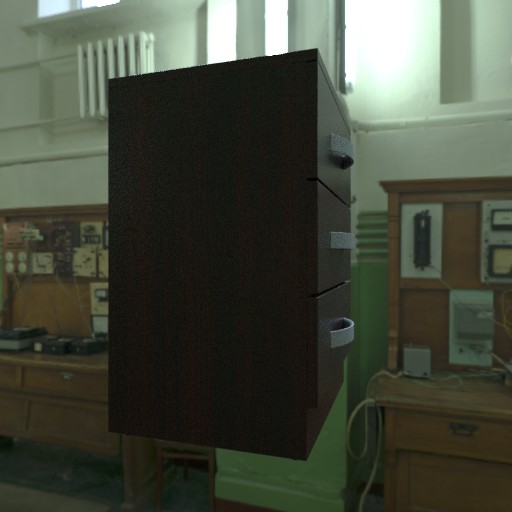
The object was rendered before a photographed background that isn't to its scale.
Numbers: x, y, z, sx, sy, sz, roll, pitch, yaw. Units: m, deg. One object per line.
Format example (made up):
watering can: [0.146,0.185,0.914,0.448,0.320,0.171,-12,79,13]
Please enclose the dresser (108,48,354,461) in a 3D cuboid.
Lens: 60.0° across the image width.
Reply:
dresser: [0.000,0.000,0.834,0.360,0.560,0.400,0,0,18]
